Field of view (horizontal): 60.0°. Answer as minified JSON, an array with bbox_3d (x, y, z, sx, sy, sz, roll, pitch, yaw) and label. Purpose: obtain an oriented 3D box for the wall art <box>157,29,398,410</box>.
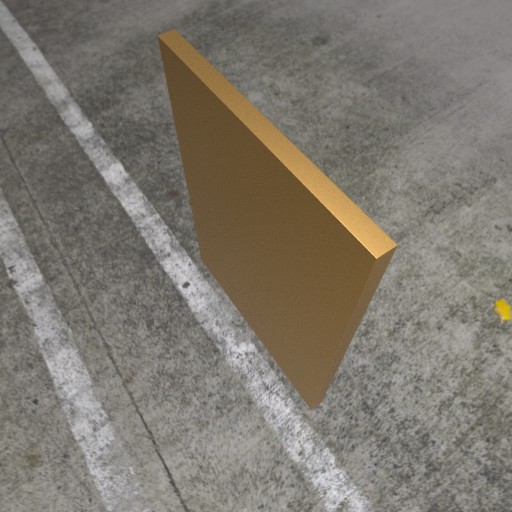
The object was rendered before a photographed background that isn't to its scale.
[{"bbox_3d":[0.000,0.000,1.059,0.038,0.812,0.610,-30,62,-18],"label":"wall art"}]
